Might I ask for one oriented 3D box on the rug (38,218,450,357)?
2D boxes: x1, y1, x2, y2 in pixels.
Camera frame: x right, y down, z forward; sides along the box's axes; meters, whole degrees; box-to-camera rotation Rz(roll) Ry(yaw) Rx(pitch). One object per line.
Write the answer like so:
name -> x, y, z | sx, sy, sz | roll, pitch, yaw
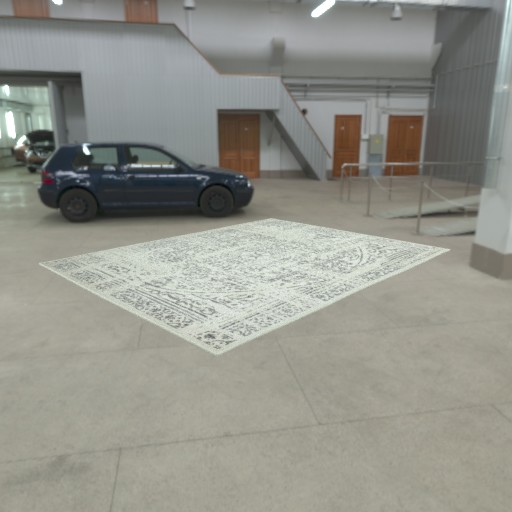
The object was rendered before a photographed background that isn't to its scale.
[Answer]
rug -> 0.000, 0.000, 3.957 | 2.311, 0.032, 2.921 | 15, 21, 42
